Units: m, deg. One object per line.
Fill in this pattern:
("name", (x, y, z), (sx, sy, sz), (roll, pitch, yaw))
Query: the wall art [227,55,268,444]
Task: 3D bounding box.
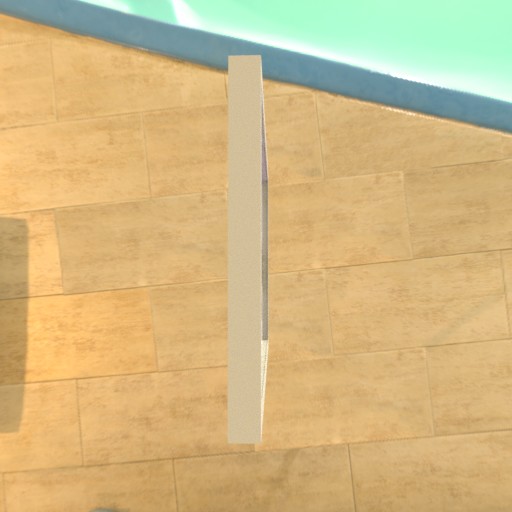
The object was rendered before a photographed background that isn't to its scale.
("wall art", (0.000, 0.000, 0.548), (0.025, 0.428, 0.293), (0, 88, 2))
